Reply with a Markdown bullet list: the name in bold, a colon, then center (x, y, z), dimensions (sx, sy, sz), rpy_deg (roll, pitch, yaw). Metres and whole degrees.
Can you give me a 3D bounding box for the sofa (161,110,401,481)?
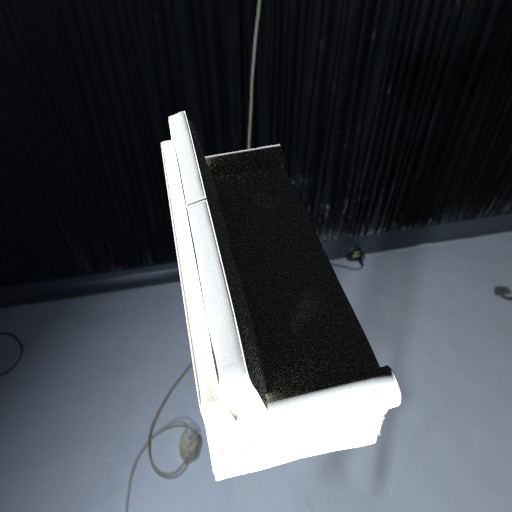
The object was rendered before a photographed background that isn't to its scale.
- **sofa**: center (0.000, 0.000, 2.515), dimensions (0.862, 0.937, 2.021), rpy_deg (-9, 46, -9)
